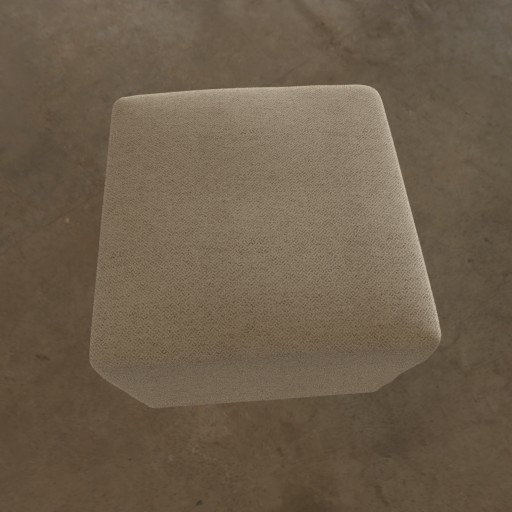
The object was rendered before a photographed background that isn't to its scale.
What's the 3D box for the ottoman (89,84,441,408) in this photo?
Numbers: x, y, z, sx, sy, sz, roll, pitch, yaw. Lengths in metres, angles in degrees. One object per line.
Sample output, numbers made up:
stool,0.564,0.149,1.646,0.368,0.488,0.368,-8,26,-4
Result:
ottoman,0.000,0.000,0.898,0.512,0.453,0.521,-4,64,-2
